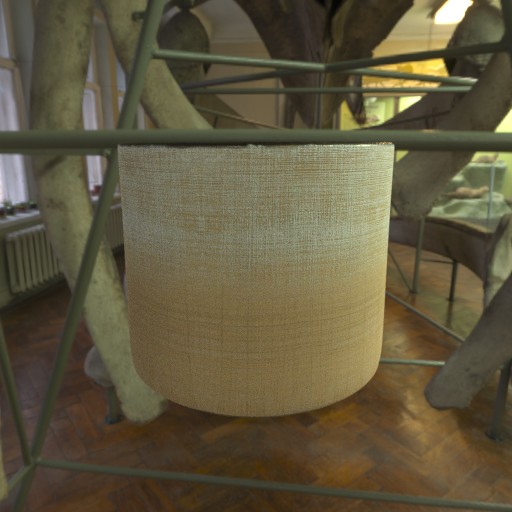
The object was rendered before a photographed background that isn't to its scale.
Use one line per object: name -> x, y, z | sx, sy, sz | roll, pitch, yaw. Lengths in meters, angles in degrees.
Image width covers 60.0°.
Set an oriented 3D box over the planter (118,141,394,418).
planter -> 0.000, 0.000, 0.443 | 0.254, 0.221, 0.254 | 0, 15, 0
